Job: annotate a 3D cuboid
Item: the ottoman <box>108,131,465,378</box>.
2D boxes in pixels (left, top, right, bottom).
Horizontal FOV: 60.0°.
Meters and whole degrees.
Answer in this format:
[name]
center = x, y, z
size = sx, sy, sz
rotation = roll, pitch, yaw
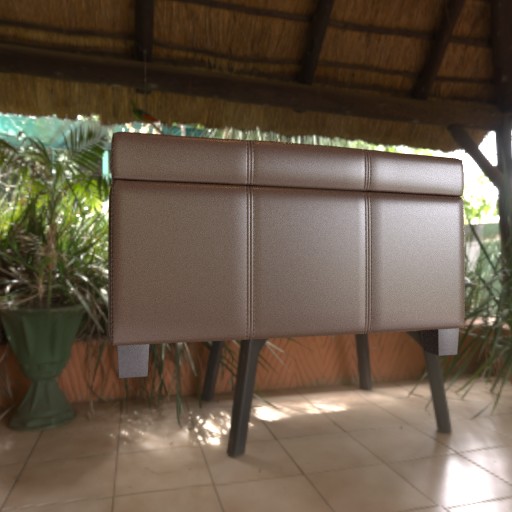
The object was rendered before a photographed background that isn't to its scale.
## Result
[ottoman]
center = 0.000, 0.000, 1.274
size = 0.787, 0.460, 0.788
rotation = 0, -1, -16
